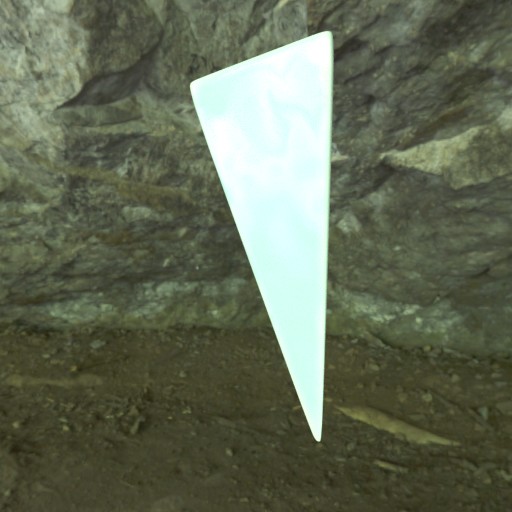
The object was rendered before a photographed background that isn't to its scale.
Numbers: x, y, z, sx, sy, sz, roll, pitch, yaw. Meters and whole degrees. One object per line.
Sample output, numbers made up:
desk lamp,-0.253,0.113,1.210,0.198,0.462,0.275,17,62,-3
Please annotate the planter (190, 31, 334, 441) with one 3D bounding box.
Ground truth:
planter,0.000,0.000,0.214,0.064,0.178,0.080,0,-1,0
